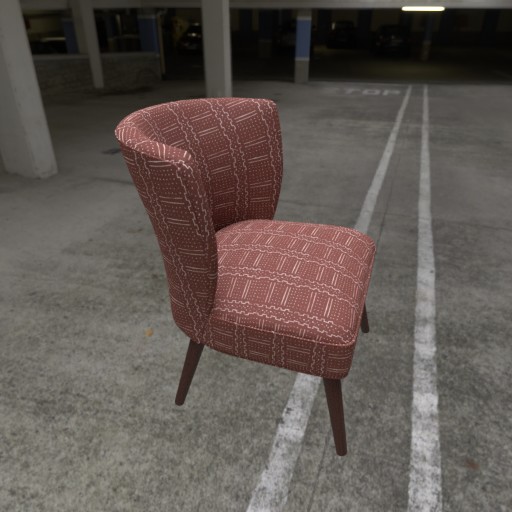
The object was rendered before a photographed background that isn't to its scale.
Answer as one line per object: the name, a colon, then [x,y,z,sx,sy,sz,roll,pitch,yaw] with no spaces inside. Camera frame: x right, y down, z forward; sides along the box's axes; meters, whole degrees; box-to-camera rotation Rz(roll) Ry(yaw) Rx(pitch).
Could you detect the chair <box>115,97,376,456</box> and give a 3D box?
chair: [0.000,0.000,1.417,0.758,0.866,0.706,10,31,16]
